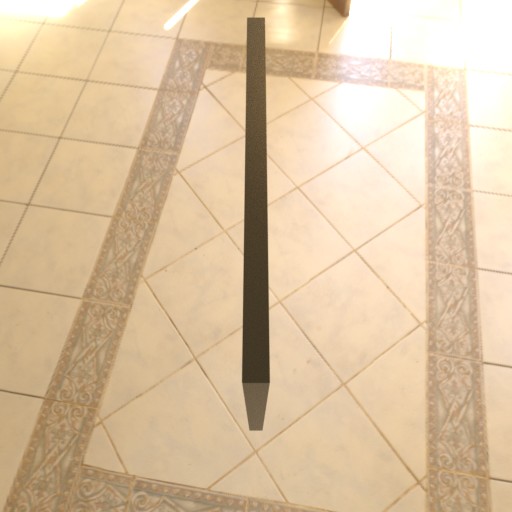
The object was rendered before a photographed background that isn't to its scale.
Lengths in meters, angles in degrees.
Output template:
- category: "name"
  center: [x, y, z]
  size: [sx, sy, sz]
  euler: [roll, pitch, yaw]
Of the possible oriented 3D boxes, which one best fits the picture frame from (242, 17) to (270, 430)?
- category: "picture frame"
  center: [0.000, 0.000, 0.821]
  size: [0.029, 0.557, 0.559]
  euler: [0, 64, 0]
